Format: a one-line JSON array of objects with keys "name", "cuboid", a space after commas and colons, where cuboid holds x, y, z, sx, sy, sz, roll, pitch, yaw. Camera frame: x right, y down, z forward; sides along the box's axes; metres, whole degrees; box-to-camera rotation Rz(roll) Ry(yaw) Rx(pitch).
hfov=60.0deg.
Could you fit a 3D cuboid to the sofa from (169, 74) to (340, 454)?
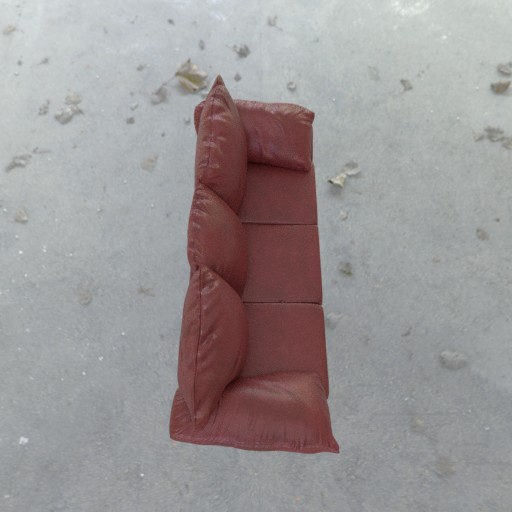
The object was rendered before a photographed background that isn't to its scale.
[{"name": "sofa", "cuboid": [0.000, 0.000, 2.921, 0.907, 1.091, 2.390, 0, 64, 0]}]
